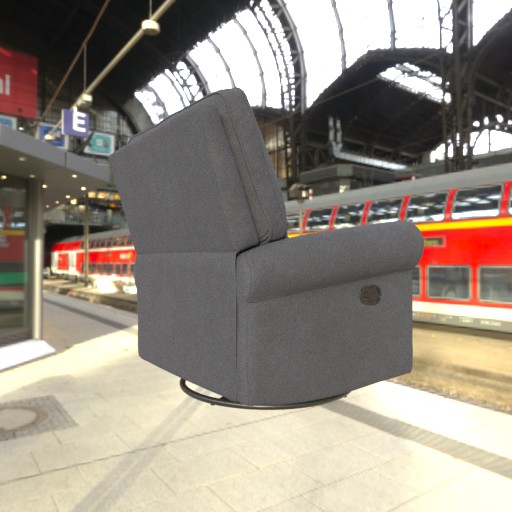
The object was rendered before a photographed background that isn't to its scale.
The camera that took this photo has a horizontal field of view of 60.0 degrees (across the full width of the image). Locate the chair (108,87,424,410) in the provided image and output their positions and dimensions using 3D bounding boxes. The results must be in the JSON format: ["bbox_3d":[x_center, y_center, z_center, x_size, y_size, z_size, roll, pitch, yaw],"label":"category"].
[{"bbox_3d":[0.000,0.000,1.657,0.878,0.961,0.890,0,-1,-37],"label":"chair"}]
